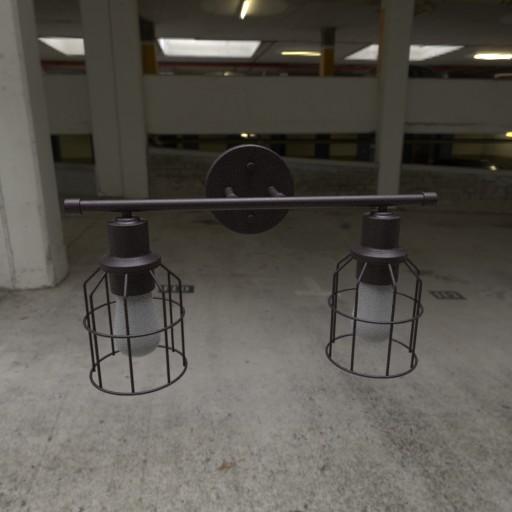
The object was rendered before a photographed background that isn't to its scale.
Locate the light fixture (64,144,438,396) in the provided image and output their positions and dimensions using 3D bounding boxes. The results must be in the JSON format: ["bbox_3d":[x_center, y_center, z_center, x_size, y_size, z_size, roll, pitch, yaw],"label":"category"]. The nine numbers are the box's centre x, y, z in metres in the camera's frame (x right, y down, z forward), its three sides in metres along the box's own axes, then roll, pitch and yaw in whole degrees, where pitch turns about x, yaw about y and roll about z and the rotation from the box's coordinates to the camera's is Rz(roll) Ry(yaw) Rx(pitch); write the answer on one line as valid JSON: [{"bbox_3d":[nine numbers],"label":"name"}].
[{"bbox_3d":[0.000,0.000,0.532,0.406,0.254,0.165,-2,16,-6],"label":"light fixture"}]
